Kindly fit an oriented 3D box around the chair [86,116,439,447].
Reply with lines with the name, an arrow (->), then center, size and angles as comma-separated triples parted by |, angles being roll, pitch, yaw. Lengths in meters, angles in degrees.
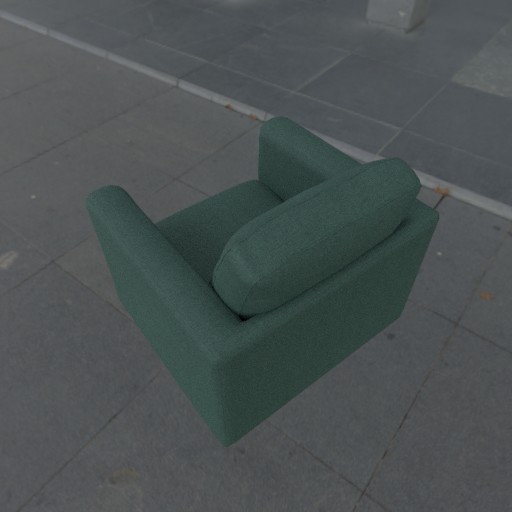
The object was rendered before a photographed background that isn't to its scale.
chair -> 0.000, 0.000, 1.569 | 0.855, 0.927, 0.800 | -29, 54, -24
